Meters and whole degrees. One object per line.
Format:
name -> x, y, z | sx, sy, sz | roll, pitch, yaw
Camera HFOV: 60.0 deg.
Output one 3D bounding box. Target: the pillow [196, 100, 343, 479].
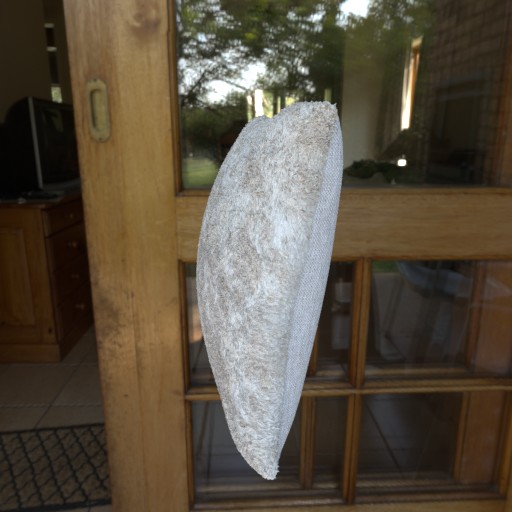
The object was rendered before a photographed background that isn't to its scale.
pillow -> 0.000, 0.000, 0.801 | 0.218, 0.515, 0.529 | -2, 15, -8
